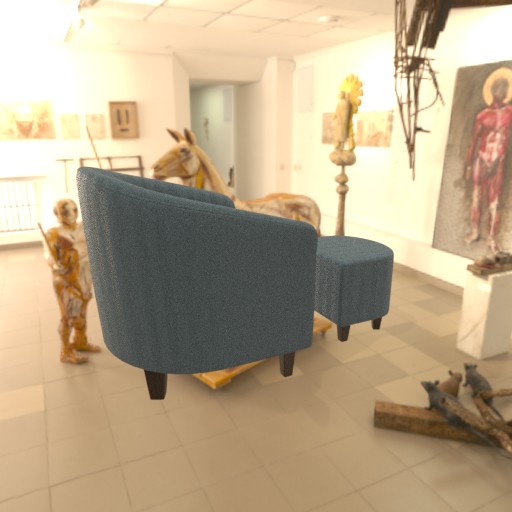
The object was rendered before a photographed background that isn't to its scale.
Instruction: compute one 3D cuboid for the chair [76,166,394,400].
[{"bbox_3d":[0.000,0.000,1.795,1.288,0.757,0.756,-8,18,-25],"label":"chair"}]
